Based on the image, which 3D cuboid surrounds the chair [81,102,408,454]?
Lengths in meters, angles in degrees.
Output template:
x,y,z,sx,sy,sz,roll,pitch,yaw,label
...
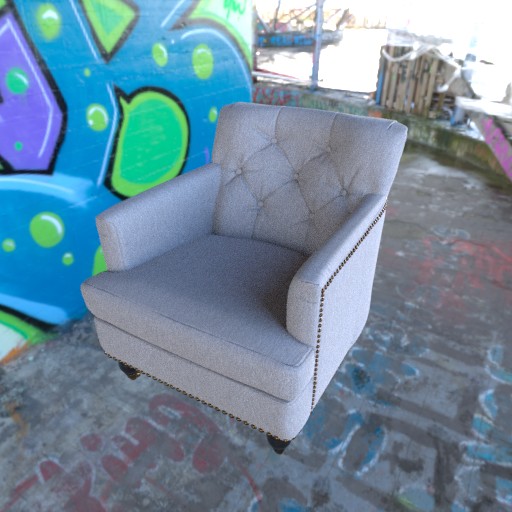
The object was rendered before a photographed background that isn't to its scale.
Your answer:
x,y,z,sx,sy,sz,roll,pitch,yaw,label
0.000,0.000,1.495,0.737,0.823,0.902,16,34,26,chair
